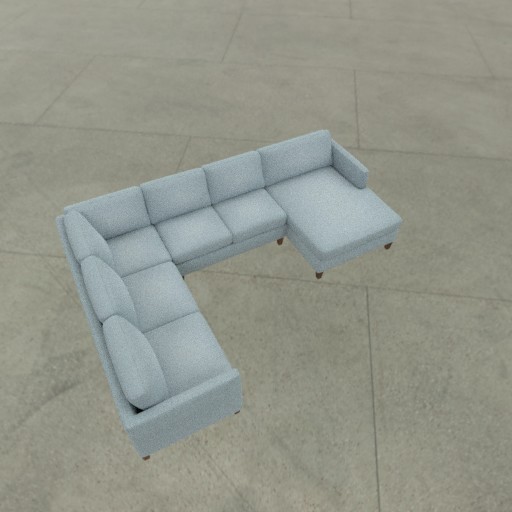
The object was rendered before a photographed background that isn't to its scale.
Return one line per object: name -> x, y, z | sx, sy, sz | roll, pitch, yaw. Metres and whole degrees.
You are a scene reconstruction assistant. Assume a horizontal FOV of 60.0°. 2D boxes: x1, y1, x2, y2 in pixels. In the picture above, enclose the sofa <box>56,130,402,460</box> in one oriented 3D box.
sofa -> 0.000, 0.000, 4.529 | 3.403, 0.889, 2.551 | -21, 50, -19
